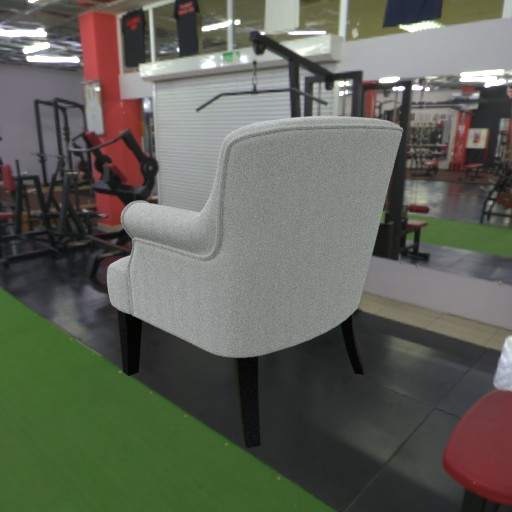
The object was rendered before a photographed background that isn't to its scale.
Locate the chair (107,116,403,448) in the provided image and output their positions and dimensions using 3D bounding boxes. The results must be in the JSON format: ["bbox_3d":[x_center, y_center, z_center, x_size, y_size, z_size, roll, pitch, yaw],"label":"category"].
[{"bbox_3d":[0.000,0.000,1.480,0.781,0.875,0.750,-15,22,-43],"label":"chair"}]
